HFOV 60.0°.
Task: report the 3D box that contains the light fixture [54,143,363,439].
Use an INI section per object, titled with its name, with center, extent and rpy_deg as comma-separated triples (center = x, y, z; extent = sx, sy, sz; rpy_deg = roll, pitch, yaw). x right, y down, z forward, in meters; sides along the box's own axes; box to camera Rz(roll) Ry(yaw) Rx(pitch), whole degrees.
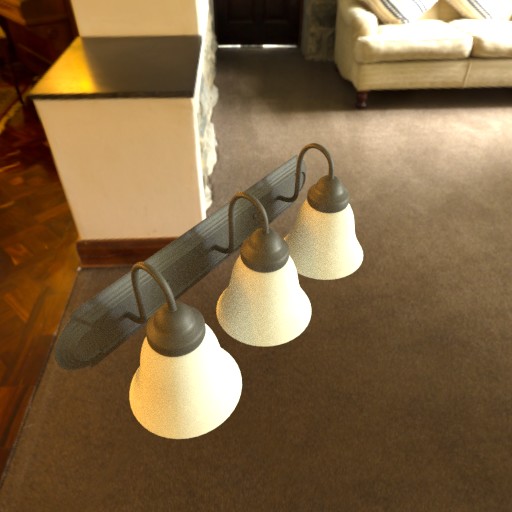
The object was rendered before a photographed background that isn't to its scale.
[light fixture]
center = 0.000, 0.000, 0.705
extent = 0.199, 0.222, 0.610
rpy_deg = 27, 48, 27
